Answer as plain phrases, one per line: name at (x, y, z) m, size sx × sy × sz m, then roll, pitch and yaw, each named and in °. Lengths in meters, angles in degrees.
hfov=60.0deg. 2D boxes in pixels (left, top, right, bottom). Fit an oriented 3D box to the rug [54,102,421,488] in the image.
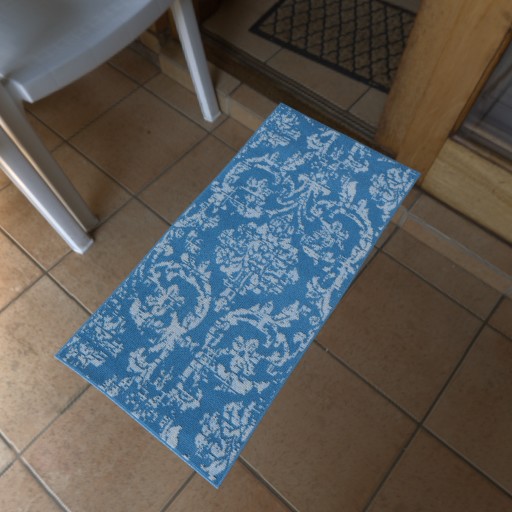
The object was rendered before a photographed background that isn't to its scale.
rug at (0.000, 0.000, 1.445) m, size 0.604 × 0.007 × 1.219 m, roll 32°, pitch 68°, yaw 15°
